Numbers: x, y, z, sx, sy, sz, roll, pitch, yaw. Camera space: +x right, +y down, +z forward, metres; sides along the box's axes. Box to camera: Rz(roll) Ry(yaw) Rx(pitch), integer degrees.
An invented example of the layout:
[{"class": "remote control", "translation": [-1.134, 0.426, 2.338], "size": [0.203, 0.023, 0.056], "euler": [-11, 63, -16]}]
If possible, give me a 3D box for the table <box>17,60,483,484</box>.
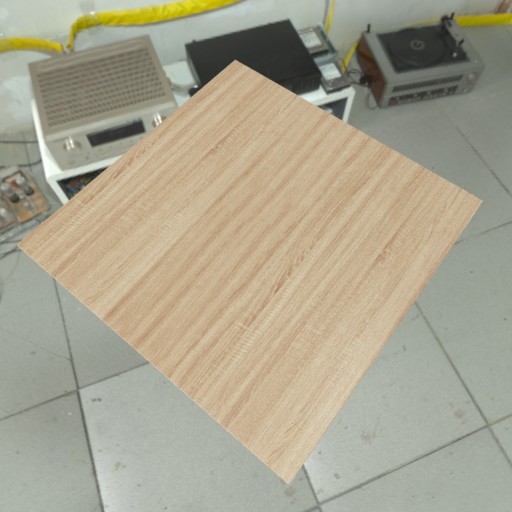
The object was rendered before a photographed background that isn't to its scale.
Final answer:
[{"class": "table", "translation": [0.000, 0.000, 1.030], "size": [0.670, 0.305, 0.670], "euler": [36, 69, 16]}]
